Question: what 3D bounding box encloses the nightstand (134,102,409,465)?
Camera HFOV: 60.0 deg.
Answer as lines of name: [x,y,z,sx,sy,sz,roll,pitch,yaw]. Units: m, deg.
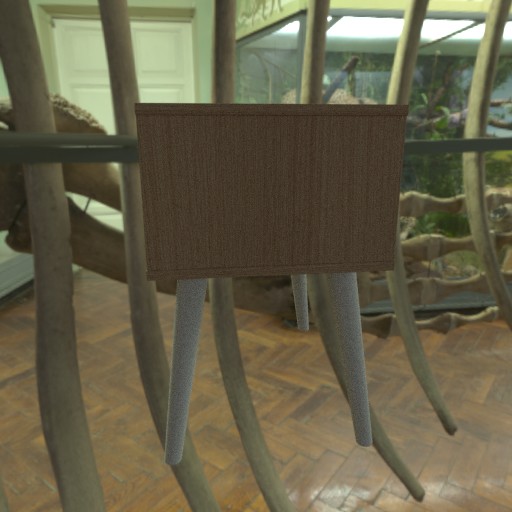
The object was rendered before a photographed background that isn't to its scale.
nightstand: [0.000,0.000,0.979,0.407,0.610,0.571,-2,16,-7]
